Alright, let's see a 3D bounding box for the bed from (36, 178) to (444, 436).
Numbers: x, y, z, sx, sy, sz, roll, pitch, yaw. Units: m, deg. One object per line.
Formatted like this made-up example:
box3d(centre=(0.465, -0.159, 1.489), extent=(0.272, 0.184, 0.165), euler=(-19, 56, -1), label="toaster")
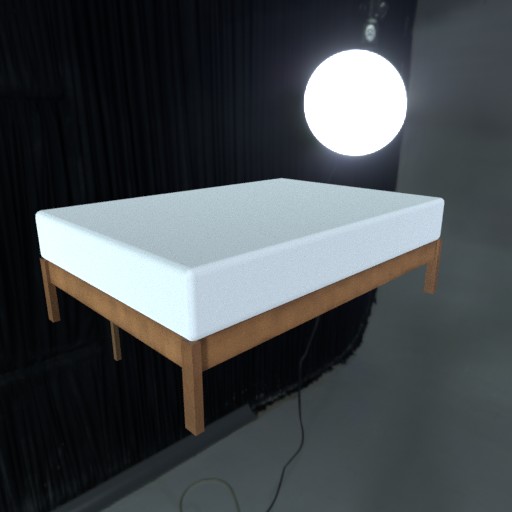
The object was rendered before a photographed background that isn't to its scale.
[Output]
box3d(centre=(0.000, 0.000, 2.581), extent=(1.927, 0.616, 1.348), euler=(-16, 24, -42), label="bed")
